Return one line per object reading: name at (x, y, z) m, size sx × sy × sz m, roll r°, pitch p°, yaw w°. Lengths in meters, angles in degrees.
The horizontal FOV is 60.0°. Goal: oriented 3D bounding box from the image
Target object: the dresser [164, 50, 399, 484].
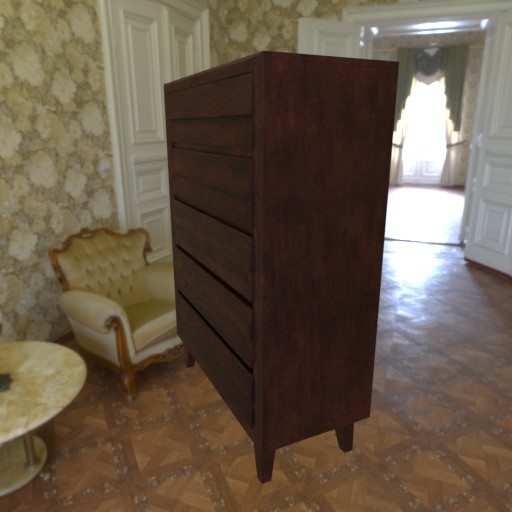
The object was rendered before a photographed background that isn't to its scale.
dresser at (0.000, 0.000, 1.992) m, size 0.506 × 1.514 × 1.072 m, roll -8°, pitch 18°, yaw -25°
